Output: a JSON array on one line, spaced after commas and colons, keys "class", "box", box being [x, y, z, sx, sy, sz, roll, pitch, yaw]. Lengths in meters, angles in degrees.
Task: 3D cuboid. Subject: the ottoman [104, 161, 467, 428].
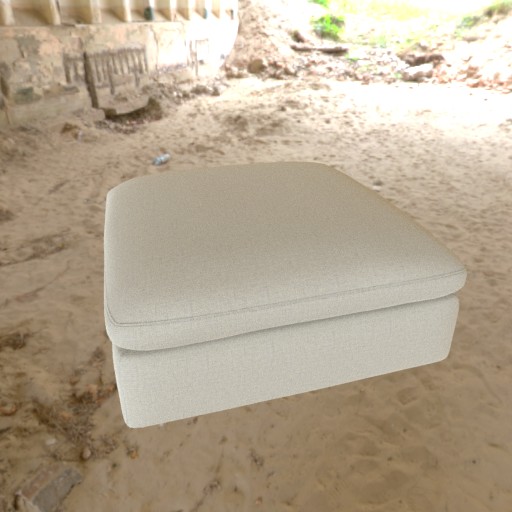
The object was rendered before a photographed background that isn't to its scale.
[{"class": "ottoman", "box": [0.000, 0.000, 1.538, 0.977, 0.467, 0.996, -8, 29, -14]}]
